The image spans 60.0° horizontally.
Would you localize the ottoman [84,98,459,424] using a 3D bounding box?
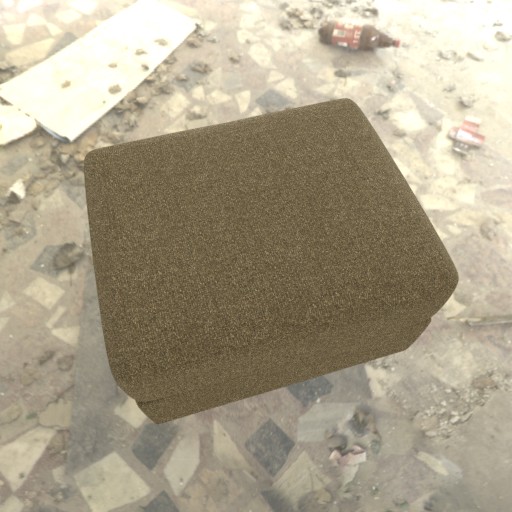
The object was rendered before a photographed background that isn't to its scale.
[{"bbox_3d":[0.000,0.000,1.137,0.742,0.476,0.598,-14,60,-8],"label":"ottoman"}]
